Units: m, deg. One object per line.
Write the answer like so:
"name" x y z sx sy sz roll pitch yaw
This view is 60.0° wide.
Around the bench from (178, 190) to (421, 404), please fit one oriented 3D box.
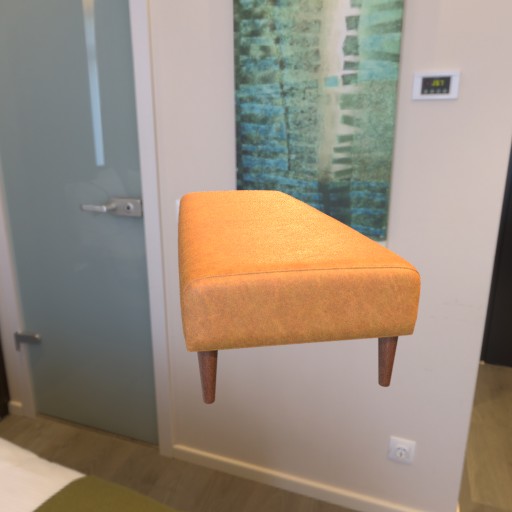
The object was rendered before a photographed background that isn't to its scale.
"bench" 0.000 0.000 1.904 0.653 0.399 1.610 -3 15 -9
